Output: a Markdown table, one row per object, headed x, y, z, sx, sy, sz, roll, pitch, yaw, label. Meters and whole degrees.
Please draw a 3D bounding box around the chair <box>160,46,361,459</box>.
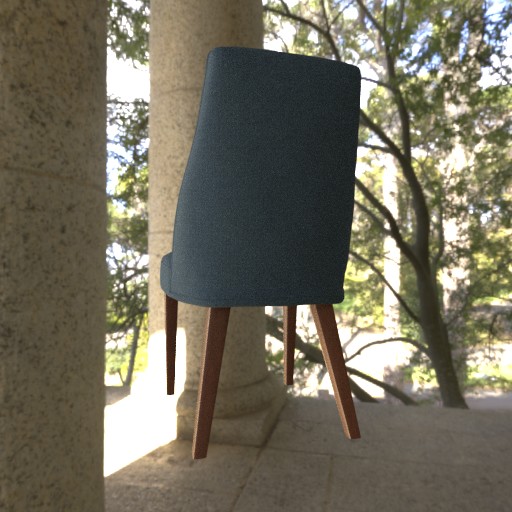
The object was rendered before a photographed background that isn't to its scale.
| x | y | z | sx | sy | sz | roll | pitch | yaw | label |
| --- | --- | --- | --- | --- | --- | --- | --- | --- | --- |
| 0.000 | 0.000 | 1.276 | 0.500 | 0.930 | 0.620 | 0 | -1 | -17 | chair |
